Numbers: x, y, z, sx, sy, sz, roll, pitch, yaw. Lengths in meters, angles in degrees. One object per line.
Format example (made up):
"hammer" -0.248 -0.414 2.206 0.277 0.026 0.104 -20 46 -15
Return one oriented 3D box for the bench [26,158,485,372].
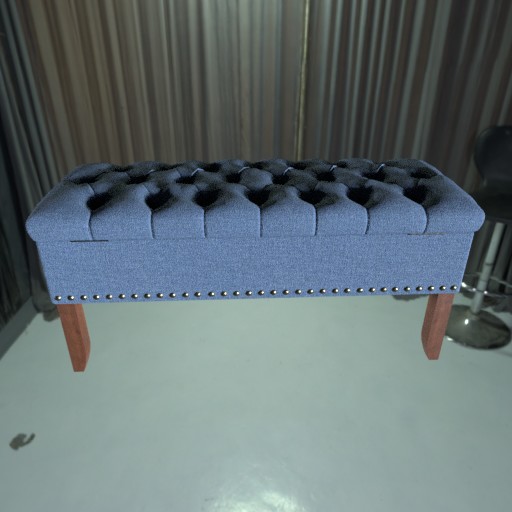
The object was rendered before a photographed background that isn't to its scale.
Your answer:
"bench" 0.000 0.000 1.278 1.052 0.492 0.417 -1 28 -2
